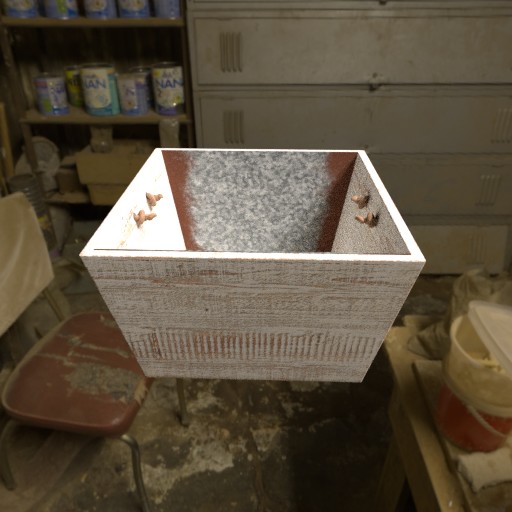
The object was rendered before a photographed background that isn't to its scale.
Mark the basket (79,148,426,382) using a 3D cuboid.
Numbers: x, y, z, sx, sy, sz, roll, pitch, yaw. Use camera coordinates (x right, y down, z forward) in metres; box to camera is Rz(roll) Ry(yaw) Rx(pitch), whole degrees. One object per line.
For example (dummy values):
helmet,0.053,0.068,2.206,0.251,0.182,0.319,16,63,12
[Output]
basket,0.000,0.000,0.766,0.545,0.247,0.413,1,31,2
